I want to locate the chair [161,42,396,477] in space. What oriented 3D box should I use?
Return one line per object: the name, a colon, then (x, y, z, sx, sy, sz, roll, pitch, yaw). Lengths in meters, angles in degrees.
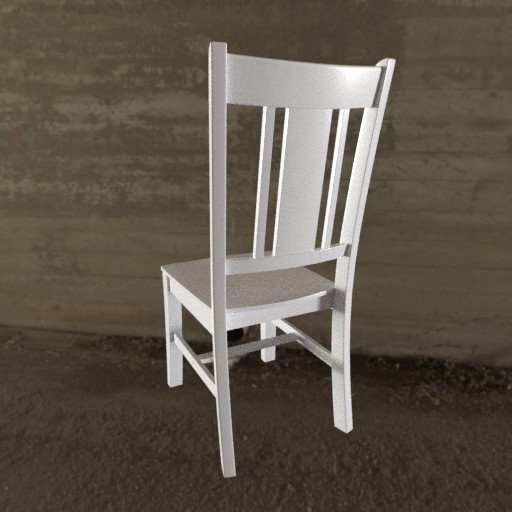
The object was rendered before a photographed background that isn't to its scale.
chair: (0.000, 0.000, 1.257, 0.450, 0.998, 0.555, -8, 18, -26)
